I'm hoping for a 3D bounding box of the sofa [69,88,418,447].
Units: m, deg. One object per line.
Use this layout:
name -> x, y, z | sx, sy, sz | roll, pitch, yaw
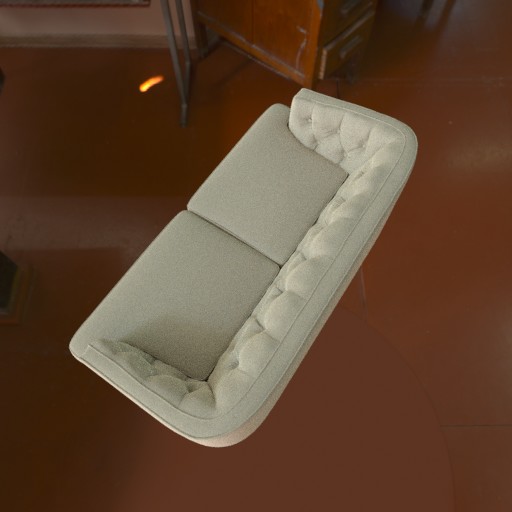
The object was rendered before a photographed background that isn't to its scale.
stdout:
sofa -> 0.000, 0.000, 2.223 | 0.941, 0.855, 1.733 | 31, 68, 14
